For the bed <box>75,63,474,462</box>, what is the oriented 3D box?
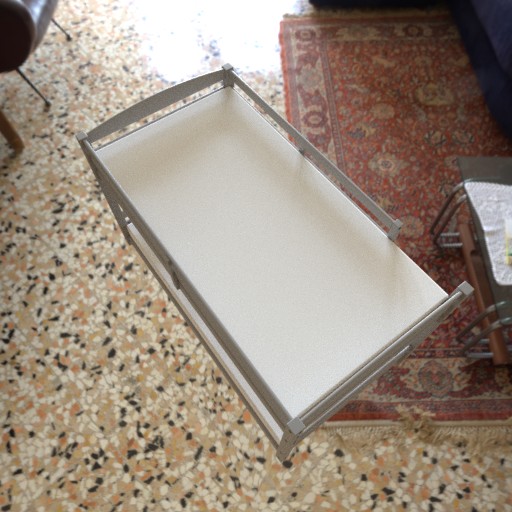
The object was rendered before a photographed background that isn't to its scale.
[{"bbox_3d":[0.000,0.000,2.792,1.105,1.206,2.013,-33,65,-17],"label":"bed"}]
